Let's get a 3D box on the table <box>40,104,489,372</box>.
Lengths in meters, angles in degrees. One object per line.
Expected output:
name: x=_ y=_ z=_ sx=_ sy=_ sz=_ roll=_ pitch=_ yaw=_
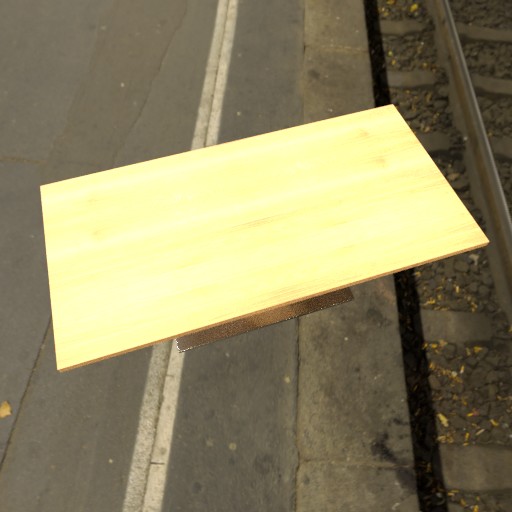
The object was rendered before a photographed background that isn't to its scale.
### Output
table: x=0.000 y=0.000 z=2.287 sx=1.800 sy=0.750 sz=0.900 roll=-15 pitch=60 yaw=-9
